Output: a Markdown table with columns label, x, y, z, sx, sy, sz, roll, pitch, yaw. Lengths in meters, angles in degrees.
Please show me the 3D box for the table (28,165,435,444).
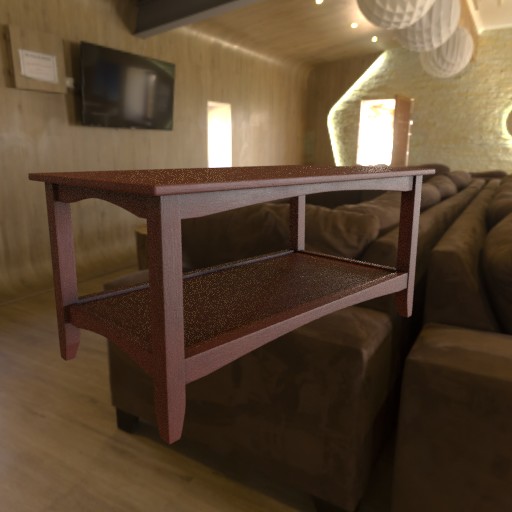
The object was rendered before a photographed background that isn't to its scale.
| label | x | y | z | sx | sy | sz | roll | pitch | yaw |
| --- | --- | --- | --- | --- | --- | --- | --- | --- | --- |
| table | 0.000 | 0.000 | 1.204 | 0.943 | 0.456 | 0.533 | -13 | 18 | -43 |
